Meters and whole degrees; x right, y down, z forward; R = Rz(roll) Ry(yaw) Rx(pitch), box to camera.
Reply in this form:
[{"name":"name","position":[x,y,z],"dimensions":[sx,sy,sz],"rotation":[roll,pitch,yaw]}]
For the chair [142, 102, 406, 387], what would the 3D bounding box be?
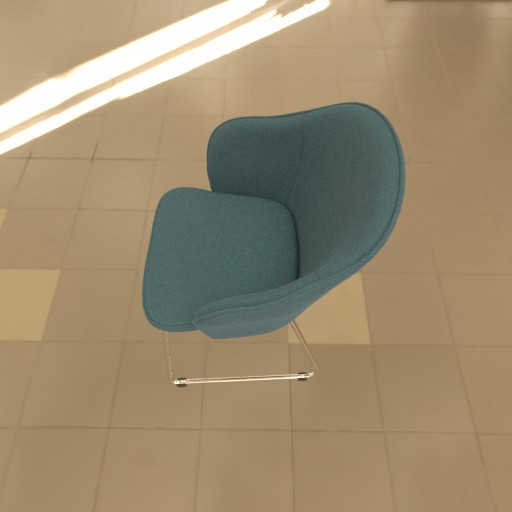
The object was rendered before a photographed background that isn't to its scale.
[{"name":"chair","position":[0.000,0.000,1.221],"dimensions":[0.585,0.815,0.570],"rotation":[0,58,0]}]
